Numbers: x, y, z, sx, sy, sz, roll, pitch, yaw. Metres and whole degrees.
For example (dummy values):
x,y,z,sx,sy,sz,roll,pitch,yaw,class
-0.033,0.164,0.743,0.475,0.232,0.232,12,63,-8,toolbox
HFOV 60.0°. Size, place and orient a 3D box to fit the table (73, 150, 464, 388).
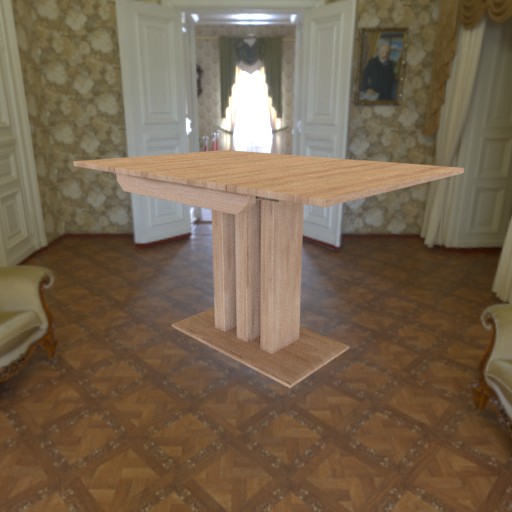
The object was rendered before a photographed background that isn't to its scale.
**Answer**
x,y,z,sx,sy,sz,roll,pitch,yaw,class
0.000,0.000,1.892,1.300,0.770,0.900,16,24,41,table
